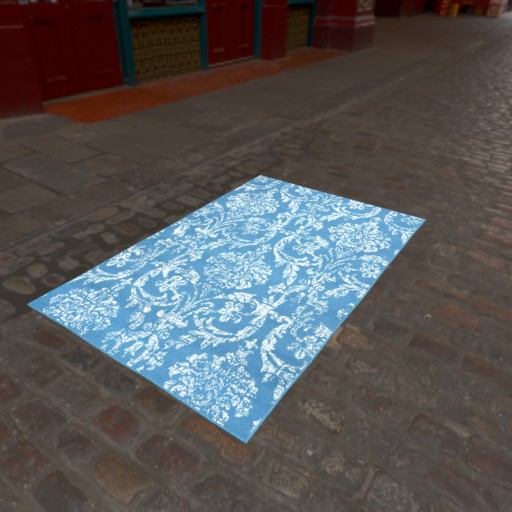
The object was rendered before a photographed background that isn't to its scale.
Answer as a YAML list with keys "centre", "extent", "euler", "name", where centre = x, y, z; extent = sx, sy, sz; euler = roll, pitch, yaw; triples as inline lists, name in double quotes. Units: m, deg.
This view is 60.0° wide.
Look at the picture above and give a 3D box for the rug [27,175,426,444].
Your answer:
- centre: [0.000, 0.000, 2.317]
  extent: [1.211, 0.012, 1.833]
  euler: [21, 38, 29]
  name: "rug"
